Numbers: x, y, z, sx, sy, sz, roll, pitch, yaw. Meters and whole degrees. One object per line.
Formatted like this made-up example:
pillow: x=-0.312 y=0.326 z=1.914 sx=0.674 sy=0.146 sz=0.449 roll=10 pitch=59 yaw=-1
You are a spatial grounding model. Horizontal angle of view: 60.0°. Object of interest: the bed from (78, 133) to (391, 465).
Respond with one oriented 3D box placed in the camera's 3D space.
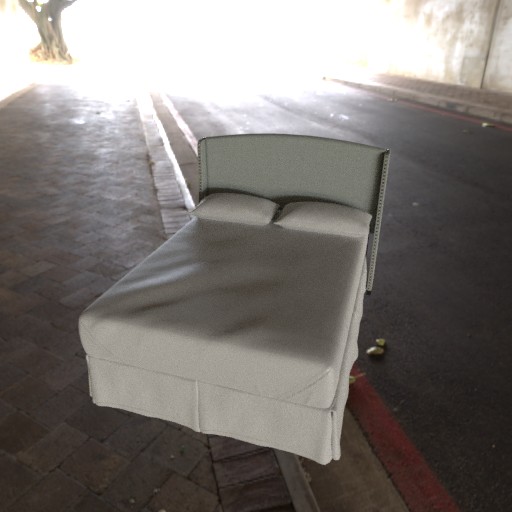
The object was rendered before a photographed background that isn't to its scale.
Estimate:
bed: x=0.000 y=0.000 z=3.337 sx=1.710 sy=1.407 sz=2.237 roll=8 pitch=28 yaw=16
